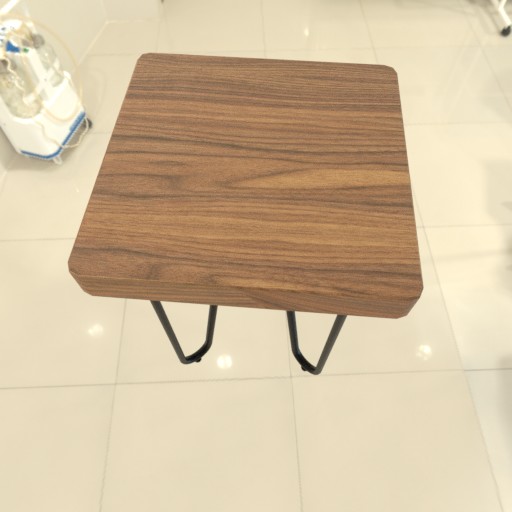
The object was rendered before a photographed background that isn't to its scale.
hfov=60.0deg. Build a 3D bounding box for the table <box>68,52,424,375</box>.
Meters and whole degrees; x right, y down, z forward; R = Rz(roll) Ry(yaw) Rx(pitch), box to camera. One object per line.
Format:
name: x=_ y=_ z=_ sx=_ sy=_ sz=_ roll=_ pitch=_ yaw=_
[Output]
table: x=0.000 y=0.000 z=0.979 sx=0.480 sy=0.641 sz=0.479 roll=4 pitch=59 yaw=2
